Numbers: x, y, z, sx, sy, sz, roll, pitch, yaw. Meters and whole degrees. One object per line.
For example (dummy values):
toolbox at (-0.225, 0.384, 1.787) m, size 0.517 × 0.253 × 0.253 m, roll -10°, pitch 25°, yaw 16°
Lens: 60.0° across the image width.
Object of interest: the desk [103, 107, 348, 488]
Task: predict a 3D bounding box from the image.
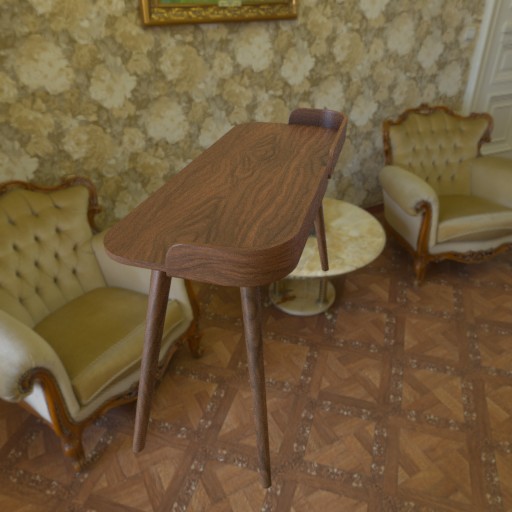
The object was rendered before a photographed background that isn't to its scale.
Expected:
desk at (0.000, 0.000, 1.647) m, size 0.486 × 0.800 × 1.256 m, roll 8°, pitch 32°, yaw 14°
